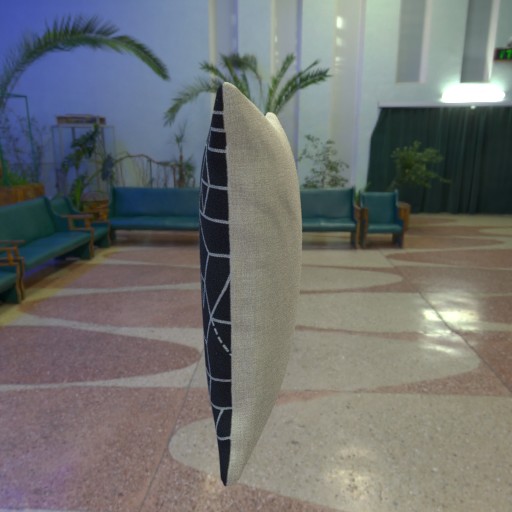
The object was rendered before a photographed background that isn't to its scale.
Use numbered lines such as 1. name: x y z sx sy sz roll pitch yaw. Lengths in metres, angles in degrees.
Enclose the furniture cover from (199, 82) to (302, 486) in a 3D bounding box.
1. furniture cover: 0.000 0.000 0.770 0.158 0.508 0.517 2 14 7
